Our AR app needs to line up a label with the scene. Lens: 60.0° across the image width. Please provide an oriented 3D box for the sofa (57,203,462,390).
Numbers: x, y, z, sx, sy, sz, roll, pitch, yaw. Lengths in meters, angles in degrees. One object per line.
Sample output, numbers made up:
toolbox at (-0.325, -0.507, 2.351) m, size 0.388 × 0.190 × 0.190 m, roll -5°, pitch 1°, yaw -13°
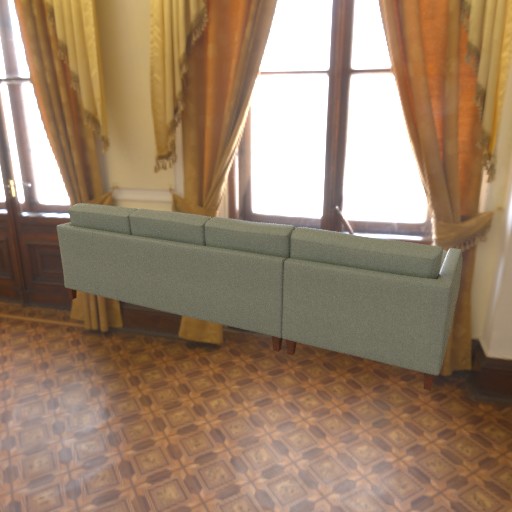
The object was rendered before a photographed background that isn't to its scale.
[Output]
sofa at (0.000, 0.000, 4.142) m, size 3.470 × 0.953 × 1.600 m, roll 9°, pitch 19°, yaw 26°
